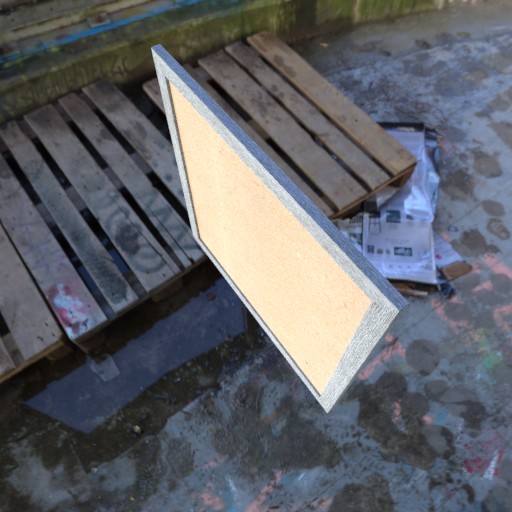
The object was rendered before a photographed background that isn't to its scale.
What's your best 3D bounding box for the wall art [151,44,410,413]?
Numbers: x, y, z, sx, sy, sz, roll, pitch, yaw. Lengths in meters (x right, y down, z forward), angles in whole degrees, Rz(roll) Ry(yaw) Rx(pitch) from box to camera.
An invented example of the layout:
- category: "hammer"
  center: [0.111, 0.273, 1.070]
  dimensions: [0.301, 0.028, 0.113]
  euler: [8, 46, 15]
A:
- category: "wall art"
  center: [0.000, 0.000, 1.026]
  dimensions: [0.020, 0.685, 0.685]
  euler: [-31, 65, -17]
